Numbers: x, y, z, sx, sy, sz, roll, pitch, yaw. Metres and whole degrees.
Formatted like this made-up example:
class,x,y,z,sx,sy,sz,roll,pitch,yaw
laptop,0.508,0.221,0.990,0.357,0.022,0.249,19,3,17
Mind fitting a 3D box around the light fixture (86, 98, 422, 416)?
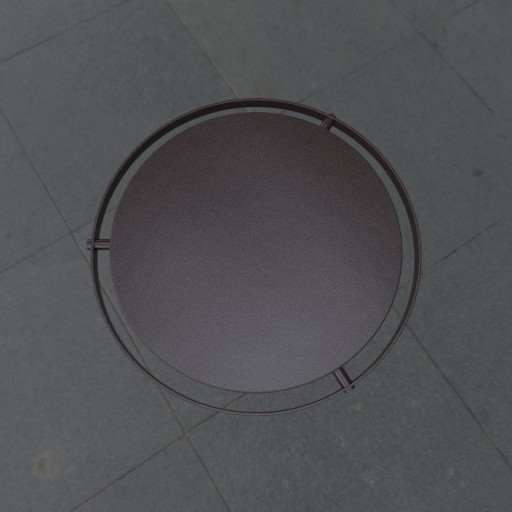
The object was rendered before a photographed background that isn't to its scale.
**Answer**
class,x,y,z,sx,sy,sz,roll,pitch,yaw
light fixture,0.000,0.000,0.543,0.361,0.130,0.361,0,75,0
